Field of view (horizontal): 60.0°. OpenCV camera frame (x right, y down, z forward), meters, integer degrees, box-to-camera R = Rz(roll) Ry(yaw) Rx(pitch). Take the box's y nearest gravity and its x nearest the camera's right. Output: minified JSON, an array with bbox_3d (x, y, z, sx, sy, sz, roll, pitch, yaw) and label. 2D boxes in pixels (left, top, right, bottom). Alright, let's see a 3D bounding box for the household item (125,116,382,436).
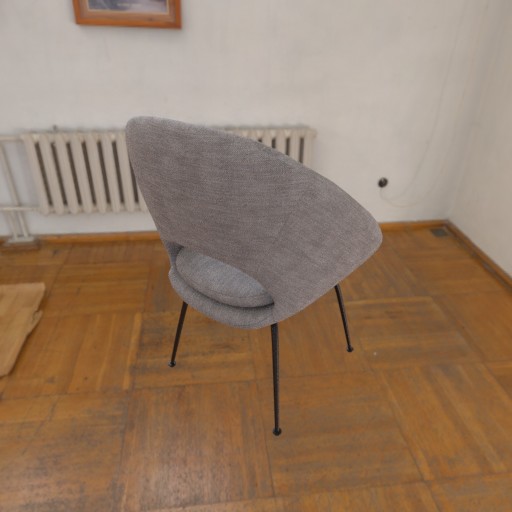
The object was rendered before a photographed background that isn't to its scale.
[{"bbox_3d":[0.000,0.000,1.285,0.643,0.869,0.587,22,37,32],"label":"household item"}]
